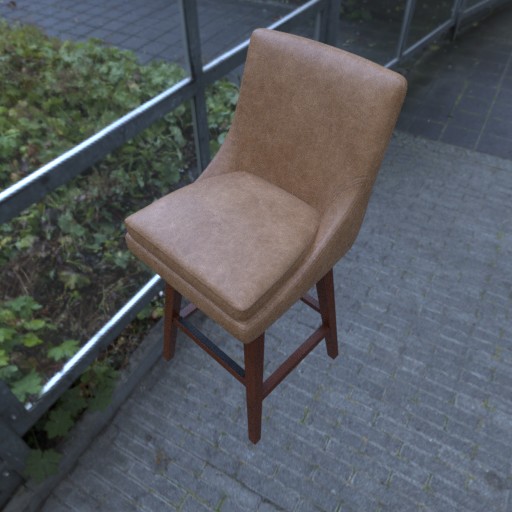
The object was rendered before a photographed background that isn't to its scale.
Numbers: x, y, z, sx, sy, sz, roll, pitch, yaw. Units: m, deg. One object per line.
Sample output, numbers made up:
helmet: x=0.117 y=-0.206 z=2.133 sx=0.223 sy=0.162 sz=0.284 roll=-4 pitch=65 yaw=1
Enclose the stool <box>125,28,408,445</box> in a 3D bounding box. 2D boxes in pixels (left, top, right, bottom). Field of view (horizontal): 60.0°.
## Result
stool: x=0.000 y=0.000 z=1.339 sx=0.487 sy=1.079 sz=0.572 roll=34 pitch=55 yaw=28
